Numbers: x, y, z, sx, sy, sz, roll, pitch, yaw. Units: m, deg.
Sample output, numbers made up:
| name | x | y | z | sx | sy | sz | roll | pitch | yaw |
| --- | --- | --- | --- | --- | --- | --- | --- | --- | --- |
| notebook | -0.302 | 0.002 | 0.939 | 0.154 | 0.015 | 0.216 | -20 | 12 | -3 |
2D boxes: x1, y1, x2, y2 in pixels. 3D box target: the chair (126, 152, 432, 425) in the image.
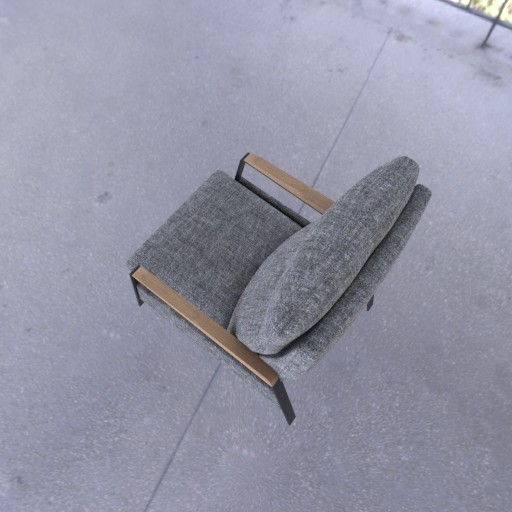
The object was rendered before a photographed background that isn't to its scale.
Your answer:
| name | x | y | z | sx | sy | sz | roll | pitch | yaw |
| --- | --- | --- | --- | --- | --- | --- | --- | --- | --- |
| chair | 0.000 | 0.000 | 1.609 | 0.868 | 1.042 | 0.671 | 34 | 69 | 16 |
